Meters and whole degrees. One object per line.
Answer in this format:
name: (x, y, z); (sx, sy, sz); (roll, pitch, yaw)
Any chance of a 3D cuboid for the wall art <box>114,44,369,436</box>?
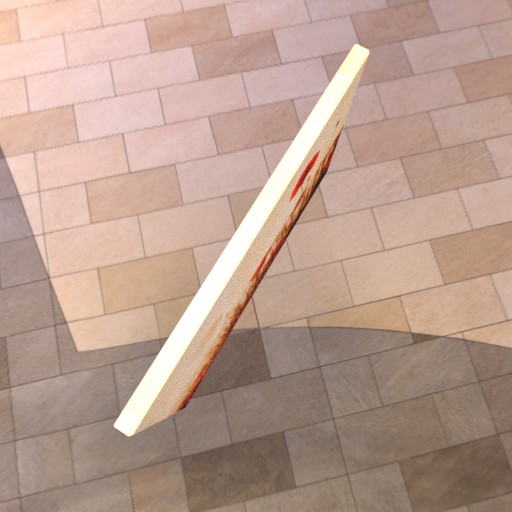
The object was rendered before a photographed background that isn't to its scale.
wall art: (0.000, 0.000, 1.162); (0.038, 0.602, 0.918); (30, 77, 7)
